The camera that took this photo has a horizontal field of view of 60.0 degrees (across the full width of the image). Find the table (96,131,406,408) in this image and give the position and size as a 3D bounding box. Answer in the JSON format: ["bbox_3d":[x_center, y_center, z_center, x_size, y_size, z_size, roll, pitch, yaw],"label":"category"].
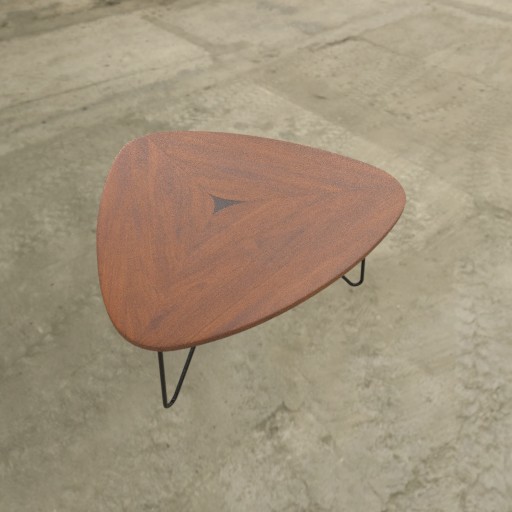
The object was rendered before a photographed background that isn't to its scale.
[{"bbox_3d":[0.000,0.000,1.326,0.821,0.413,0.833,-7,45,-7],"label":"table"}]
